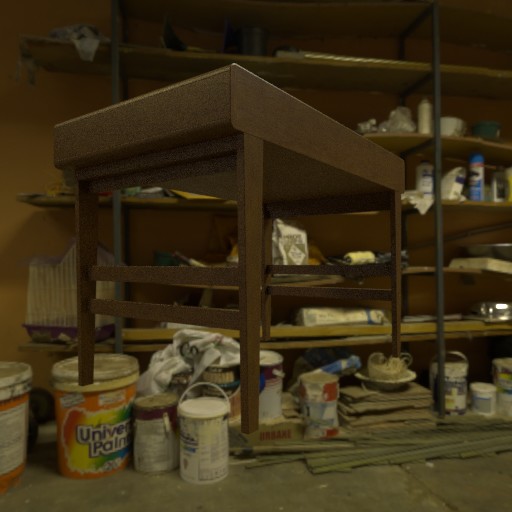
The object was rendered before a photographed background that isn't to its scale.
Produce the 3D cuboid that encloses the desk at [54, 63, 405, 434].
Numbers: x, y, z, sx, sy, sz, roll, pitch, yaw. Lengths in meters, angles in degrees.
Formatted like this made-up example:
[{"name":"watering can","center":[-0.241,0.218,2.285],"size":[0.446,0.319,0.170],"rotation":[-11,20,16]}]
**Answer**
[{"name":"desk","center":[0.000,0.000,1.498],"size":[0.660,0.754,1.066],"rotation":[-1,-1,36]}]
